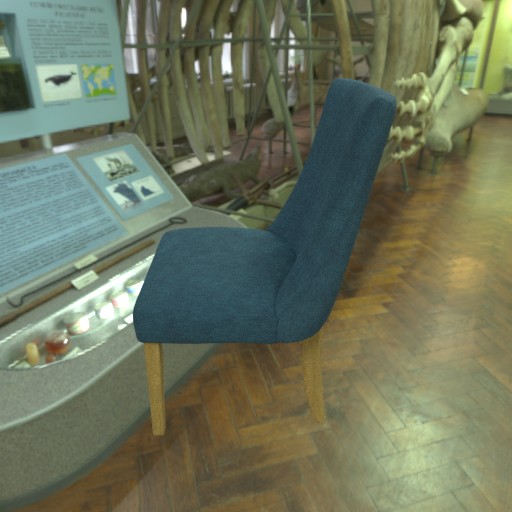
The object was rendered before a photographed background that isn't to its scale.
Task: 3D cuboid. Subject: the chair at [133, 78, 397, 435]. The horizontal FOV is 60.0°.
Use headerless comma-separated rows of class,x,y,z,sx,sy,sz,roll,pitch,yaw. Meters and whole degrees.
chair,0.000,0.000,1.245,0.609,0.902,0.495,-1,26,-1
